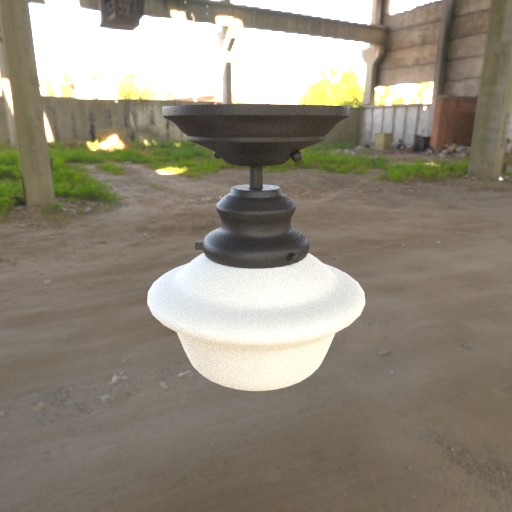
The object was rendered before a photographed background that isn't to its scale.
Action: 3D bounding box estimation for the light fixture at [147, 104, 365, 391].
[{"bbox_3d":[0.000,0.000,0.400,0.197,0.254,0.197,0,17,0],"label":"light fixture"}]
